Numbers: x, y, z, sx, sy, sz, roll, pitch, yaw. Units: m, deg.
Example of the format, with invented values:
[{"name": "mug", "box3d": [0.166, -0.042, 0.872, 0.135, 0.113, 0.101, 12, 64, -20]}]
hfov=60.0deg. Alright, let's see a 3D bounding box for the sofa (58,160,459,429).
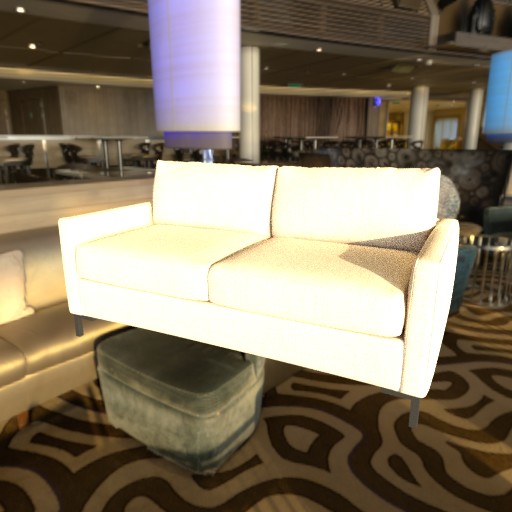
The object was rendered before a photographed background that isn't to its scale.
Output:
[{"name": "sofa", "box3d": [0.000, 0.000, 2.028, 1.651, 0.812, 0.839, 7, 17, 26]}]
